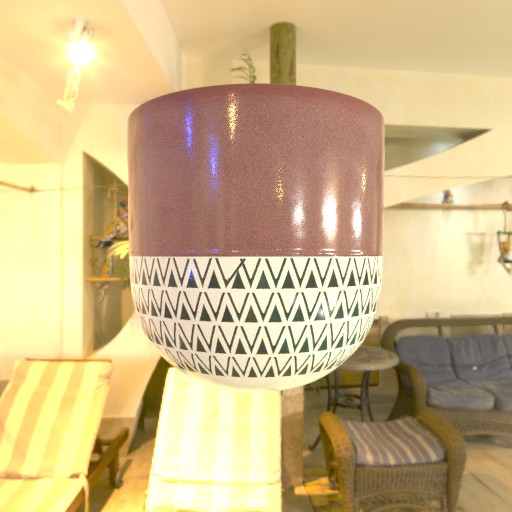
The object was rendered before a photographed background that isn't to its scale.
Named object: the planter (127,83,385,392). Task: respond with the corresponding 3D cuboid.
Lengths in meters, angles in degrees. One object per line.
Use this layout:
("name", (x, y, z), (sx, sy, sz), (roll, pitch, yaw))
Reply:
("planter", (0.000, 0.000, 0.477), (0.266, 0.270, 0.266), (0, 0, 0))
